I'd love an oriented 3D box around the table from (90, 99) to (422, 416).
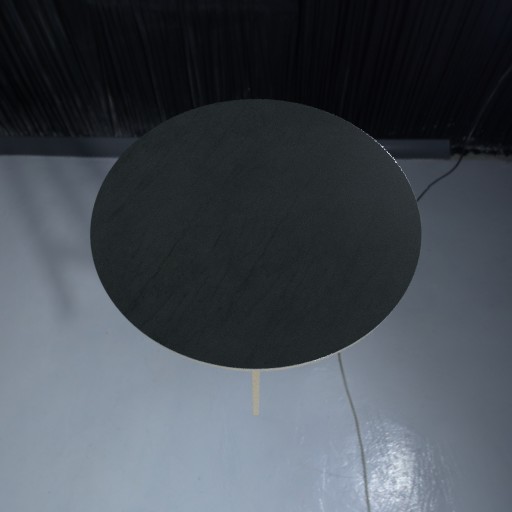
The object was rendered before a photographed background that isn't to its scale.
[{"bbox_3d":[0.000,0.000,1.281,0.800,0.450,0.800,0,59,0],"label":"table"}]
